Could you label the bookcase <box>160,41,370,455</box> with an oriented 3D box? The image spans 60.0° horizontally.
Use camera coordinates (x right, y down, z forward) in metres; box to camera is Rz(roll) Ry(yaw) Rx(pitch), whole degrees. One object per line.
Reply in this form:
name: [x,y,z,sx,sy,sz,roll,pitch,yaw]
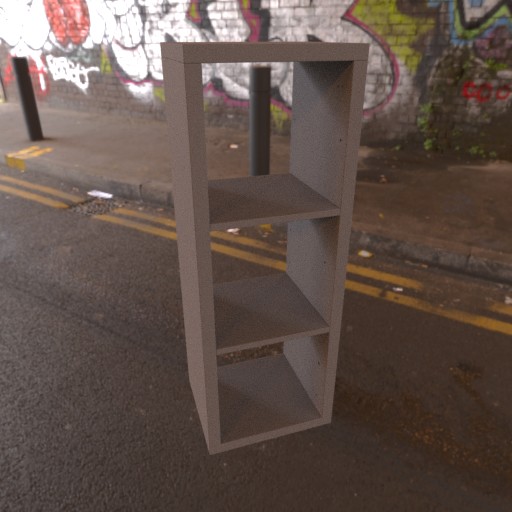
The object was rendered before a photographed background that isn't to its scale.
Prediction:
bookcase: [0.000,0.000,1.245,0.390,1.080,0.330,-8,28,-16]
